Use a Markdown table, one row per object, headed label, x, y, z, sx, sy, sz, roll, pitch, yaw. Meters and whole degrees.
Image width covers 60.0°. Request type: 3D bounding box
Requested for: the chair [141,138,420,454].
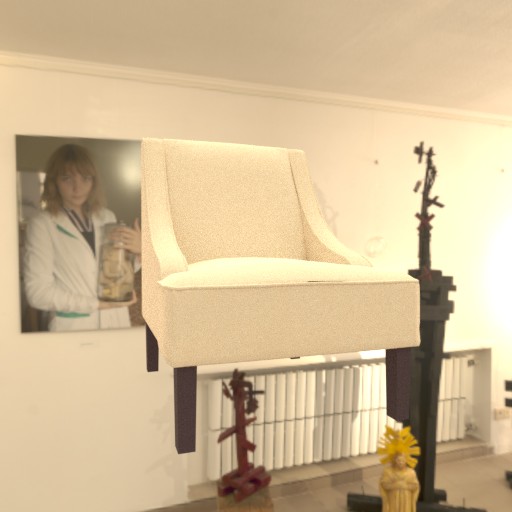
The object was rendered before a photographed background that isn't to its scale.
| label | x | y | z | sx | sy | sz | roll | pitch | yaw |
| --- | --- | --- | --- | --- | --- | --- | --- | --- | --- |
| chair | 0.000 | 0.000 | 1.453 | 0.689 | 0.886 | 0.806 | 0 | 1 | -19 |
